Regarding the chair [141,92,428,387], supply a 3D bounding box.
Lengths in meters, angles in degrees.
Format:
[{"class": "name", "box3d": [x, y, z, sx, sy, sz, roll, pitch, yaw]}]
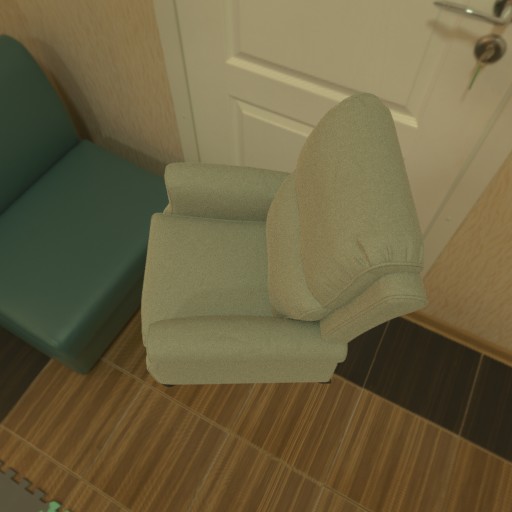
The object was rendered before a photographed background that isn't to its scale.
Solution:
[{"class": "chair", "box3d": [0.000, 0.000, 1.723, 0.919, 1.046, 0.859, -1, 59, -1]}]
